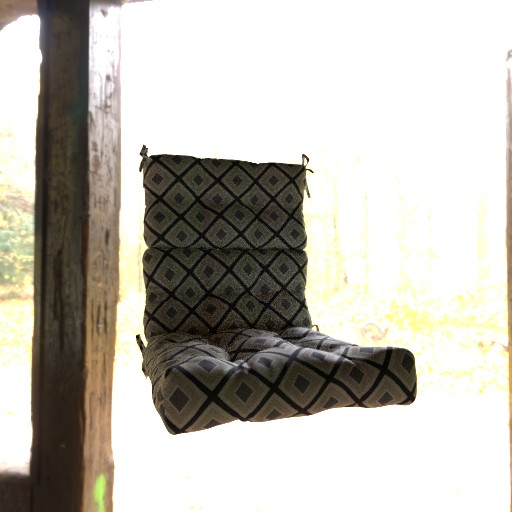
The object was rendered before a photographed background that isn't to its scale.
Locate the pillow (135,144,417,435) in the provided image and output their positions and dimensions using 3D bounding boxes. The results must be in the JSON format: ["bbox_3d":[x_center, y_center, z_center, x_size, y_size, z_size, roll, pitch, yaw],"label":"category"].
[{"bbox_3d":[0.000,0.000,1.020,0.519,0.605,0.571,0,-1,-18],"label":"pillow"}]
